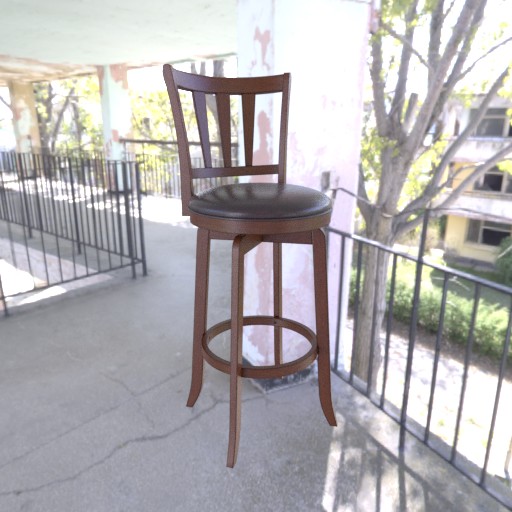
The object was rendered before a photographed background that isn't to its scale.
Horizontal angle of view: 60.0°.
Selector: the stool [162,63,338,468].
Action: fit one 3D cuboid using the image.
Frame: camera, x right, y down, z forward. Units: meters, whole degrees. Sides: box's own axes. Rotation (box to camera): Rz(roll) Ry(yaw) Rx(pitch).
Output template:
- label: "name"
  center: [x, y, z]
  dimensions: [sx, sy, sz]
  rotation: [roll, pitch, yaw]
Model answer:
- label: "stool"
  center: [0.000, 0.000, 1.458]
  dimensions: [0.464, 1.177, 0.503]
  rotation: [-9, 18, -28]
